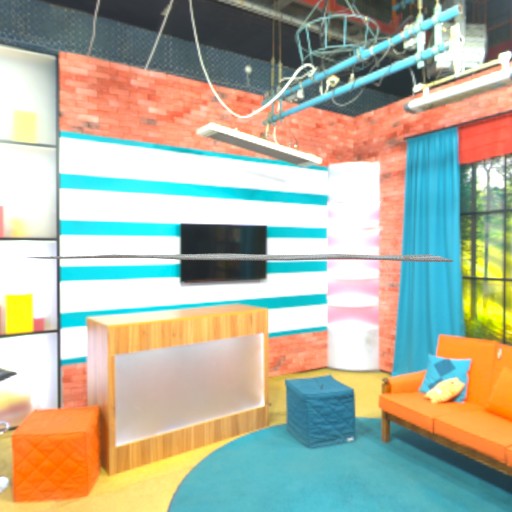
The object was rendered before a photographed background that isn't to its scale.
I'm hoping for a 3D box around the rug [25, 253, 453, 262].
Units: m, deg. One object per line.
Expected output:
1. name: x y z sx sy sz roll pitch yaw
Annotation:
1. rug: 0.000 0.000 4.390 3.333 0.027 2.428 0 1 18
